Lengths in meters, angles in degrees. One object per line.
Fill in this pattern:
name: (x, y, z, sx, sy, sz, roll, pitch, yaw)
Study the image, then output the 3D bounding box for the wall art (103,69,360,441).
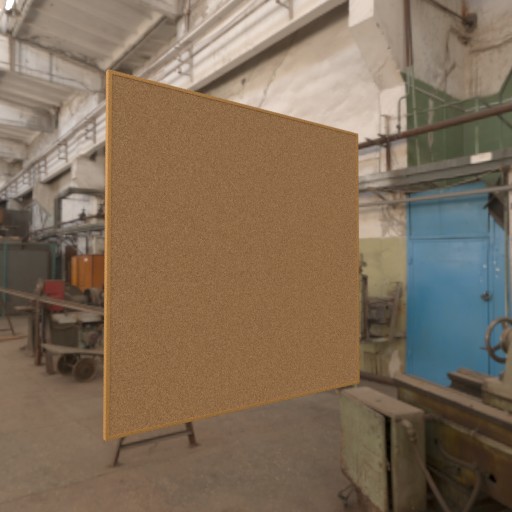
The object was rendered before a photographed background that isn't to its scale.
wall art: (0.000, 0.000, 0.978, 0.657, 0.655, 0.014, 1, -2, -36)
